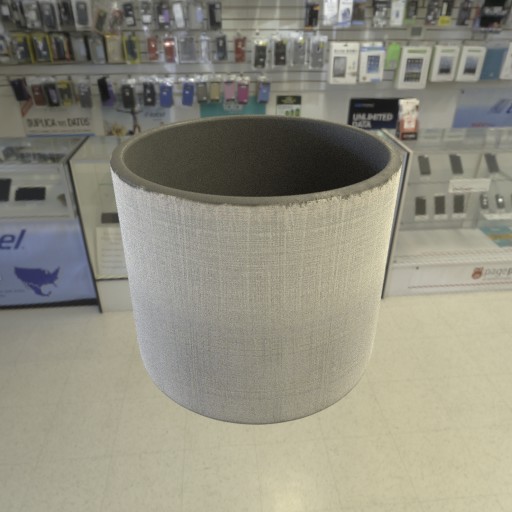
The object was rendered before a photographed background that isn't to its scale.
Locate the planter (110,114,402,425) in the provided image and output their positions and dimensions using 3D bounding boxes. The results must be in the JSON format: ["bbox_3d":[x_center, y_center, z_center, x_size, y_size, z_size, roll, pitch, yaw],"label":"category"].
[{"bbox_3d":[0.000,0.000,0.398,0.226,0.201,0.226,0,30,0],"label":"planter"}]
